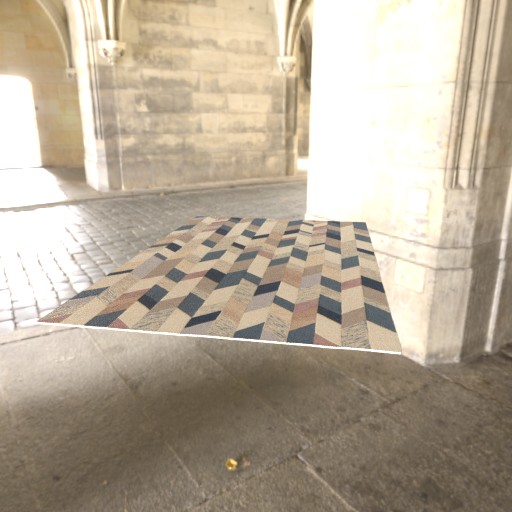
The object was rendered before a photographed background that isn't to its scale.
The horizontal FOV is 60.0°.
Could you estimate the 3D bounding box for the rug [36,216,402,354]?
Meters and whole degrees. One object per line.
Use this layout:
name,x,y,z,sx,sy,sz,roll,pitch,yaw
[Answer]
rug,0.000,0.000,2.258,1.202,0.006,1.813,3,17,10
